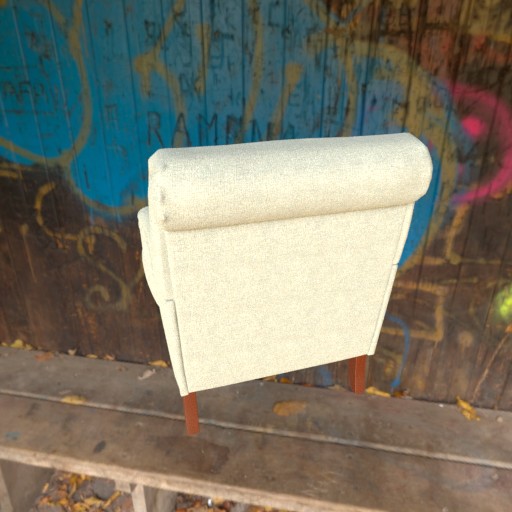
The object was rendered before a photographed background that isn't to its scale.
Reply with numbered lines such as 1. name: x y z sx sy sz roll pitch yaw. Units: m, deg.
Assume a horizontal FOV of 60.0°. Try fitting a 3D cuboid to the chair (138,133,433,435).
1. chair: 0.000 0.000 1.988 0.964 1.178 1.060 -8 27 -16
